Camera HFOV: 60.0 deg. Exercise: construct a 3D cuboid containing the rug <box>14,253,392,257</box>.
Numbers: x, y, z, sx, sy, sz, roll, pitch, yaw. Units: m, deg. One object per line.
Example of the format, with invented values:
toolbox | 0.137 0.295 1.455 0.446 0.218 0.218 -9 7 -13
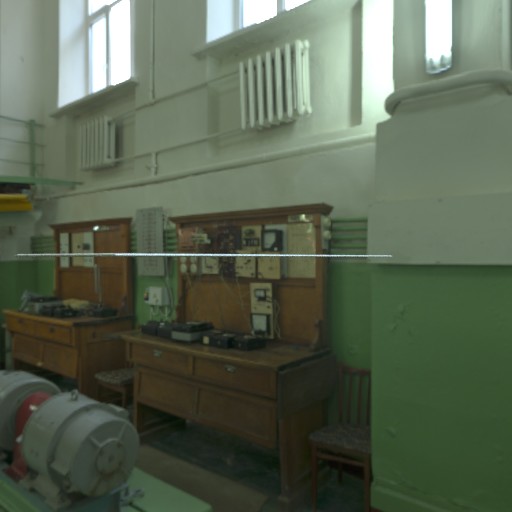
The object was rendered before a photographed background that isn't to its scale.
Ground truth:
rug | 0.000 0.000 2.374 0.662 0.011 2.196 0 0 38
